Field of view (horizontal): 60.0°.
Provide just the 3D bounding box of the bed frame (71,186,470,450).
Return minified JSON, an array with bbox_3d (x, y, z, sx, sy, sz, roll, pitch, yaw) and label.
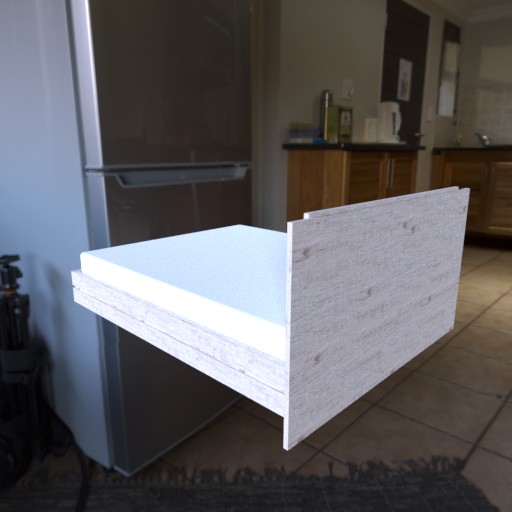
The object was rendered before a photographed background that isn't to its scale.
[{"bbox_3d":[0.000,0.000,3.022,2.080,0.970,1.750,14,20,43],"label":"bed frame"}]
